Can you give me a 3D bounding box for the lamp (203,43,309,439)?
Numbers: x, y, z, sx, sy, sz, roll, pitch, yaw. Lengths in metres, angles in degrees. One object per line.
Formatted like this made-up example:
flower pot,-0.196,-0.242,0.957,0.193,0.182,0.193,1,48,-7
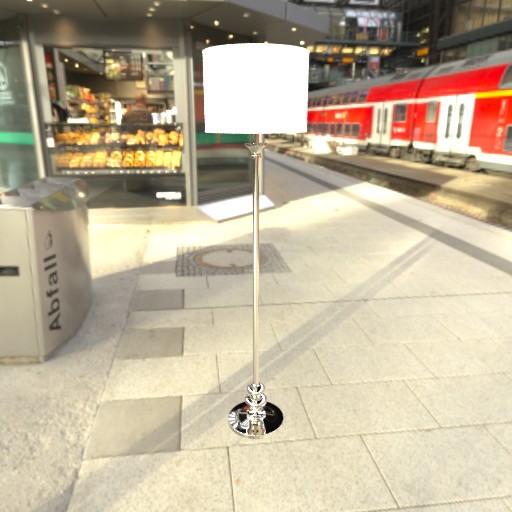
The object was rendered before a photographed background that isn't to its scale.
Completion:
lamp,0.000,0.000,1.702,0.356,1.487,0.356,-3,17,-9
